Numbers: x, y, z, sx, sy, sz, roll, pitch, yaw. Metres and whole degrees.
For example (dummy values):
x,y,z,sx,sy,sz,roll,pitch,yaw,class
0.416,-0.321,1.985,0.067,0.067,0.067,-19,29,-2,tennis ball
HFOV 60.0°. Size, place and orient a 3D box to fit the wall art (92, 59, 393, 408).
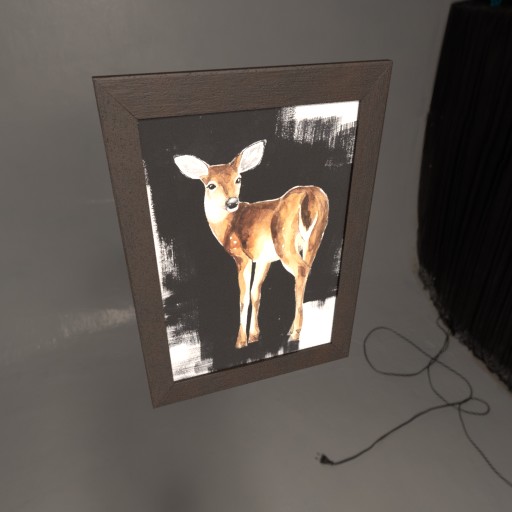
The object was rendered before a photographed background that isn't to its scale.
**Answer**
x,y,z,sx,sy,sz,roll,pitch,yaw,class
0.000,0.000,0.642,0.359,0.508,0.013,-10,33,-16,wall art
